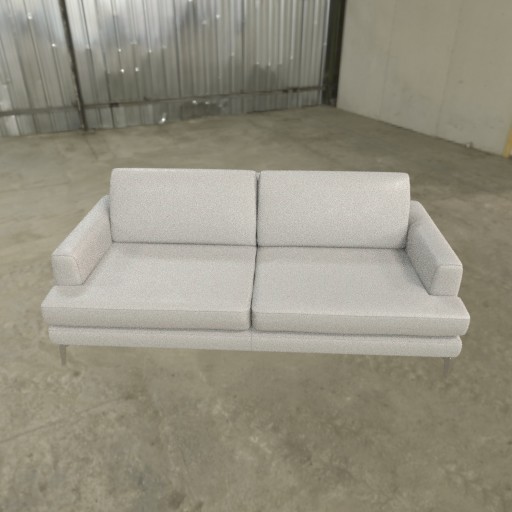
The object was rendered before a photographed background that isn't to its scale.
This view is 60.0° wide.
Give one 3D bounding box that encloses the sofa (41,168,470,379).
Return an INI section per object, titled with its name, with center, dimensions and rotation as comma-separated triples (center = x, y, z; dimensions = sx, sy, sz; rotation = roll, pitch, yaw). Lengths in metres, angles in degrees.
[sofa]
center = 0.000, 0.000, 2.371
dimensions = 1.940, 0.765, 0.974
rotation = 1, 30, 2
